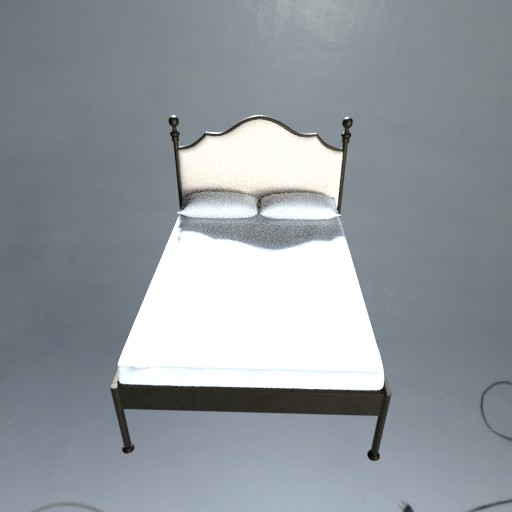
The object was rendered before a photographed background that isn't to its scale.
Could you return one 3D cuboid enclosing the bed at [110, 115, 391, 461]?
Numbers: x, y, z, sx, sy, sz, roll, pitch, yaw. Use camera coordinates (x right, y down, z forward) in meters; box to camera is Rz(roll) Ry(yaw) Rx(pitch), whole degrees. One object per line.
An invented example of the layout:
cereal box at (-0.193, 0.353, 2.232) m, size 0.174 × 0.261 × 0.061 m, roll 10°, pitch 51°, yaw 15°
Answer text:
bed at (0.000, 0.000, 3.143) m, size 1.533 × 1.462 × 2.170 m, roll 1°, pitch 31°, yaw 2°
